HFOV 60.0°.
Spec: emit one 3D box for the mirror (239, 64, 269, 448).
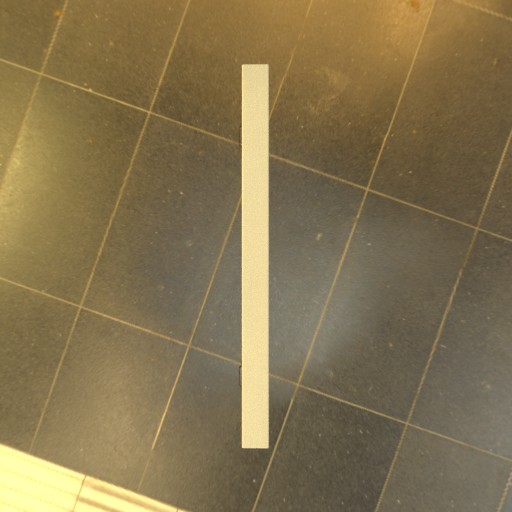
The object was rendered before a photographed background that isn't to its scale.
[{"bbox_3d":[0.000,0.000,0.940,0.040,0.710,0.507,0,90,0],"label":"mirror"}]
